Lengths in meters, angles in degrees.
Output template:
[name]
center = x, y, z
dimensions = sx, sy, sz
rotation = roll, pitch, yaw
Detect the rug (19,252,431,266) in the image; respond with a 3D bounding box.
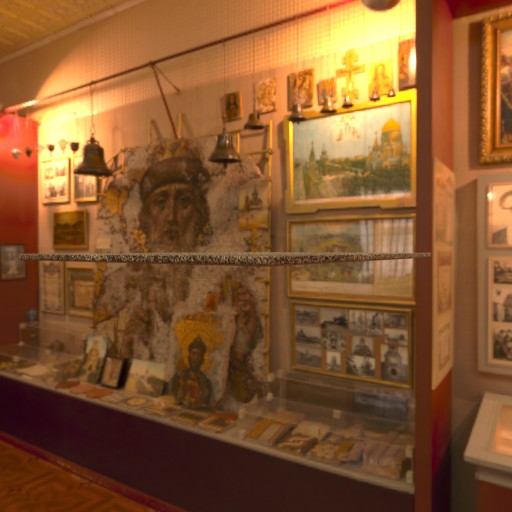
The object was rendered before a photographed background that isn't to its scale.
[rug]
center = 0.000, 0.000, 2.081
dimensions = 1.198, 0.025, 1.601
rotation = 1, 1, 35
